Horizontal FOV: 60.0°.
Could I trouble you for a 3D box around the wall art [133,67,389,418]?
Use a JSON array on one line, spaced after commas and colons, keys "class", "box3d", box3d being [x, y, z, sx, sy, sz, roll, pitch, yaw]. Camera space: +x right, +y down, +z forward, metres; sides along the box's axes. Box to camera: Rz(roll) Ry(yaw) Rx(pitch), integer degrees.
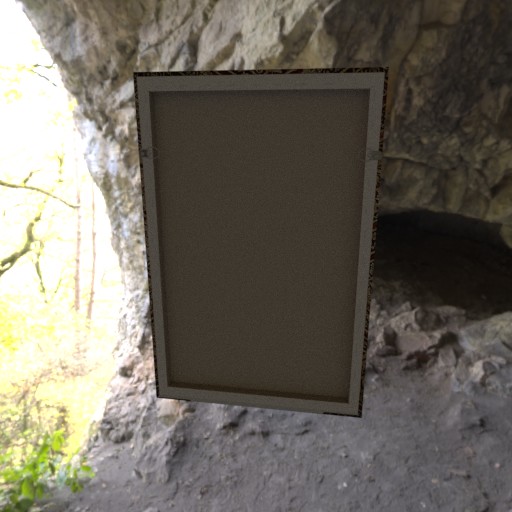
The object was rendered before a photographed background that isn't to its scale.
[{"class": "wall art", "box3d": [0.000, 0.000, 0.770, 0.397, 0.599, 0.020, 3, 16, 9]}]
